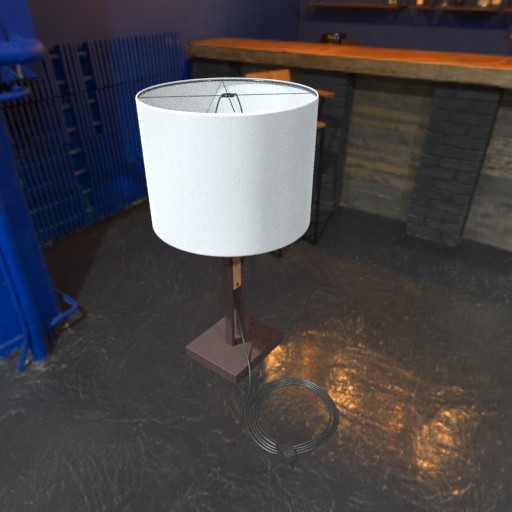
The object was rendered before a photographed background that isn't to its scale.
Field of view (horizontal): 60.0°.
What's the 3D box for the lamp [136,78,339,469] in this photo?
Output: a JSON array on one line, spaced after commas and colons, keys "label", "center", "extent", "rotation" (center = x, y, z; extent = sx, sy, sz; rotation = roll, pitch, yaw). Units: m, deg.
[{"label": "lamp", "center": [0.000, 0.000, 0.986], "extent": [0.525, 0.668, 0.396], "rotation": [21, 37, 31]}]
